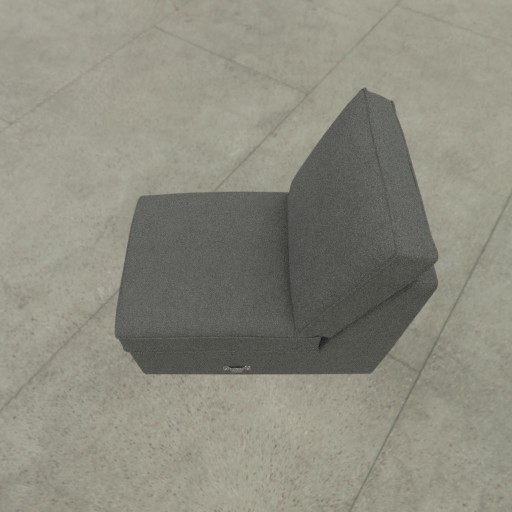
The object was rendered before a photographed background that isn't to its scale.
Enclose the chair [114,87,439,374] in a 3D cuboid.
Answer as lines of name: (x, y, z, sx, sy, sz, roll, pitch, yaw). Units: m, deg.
chair: (0.000, 0.000, 1.562, 0.938, 0.970, 0.621, 0, 58, 0)
